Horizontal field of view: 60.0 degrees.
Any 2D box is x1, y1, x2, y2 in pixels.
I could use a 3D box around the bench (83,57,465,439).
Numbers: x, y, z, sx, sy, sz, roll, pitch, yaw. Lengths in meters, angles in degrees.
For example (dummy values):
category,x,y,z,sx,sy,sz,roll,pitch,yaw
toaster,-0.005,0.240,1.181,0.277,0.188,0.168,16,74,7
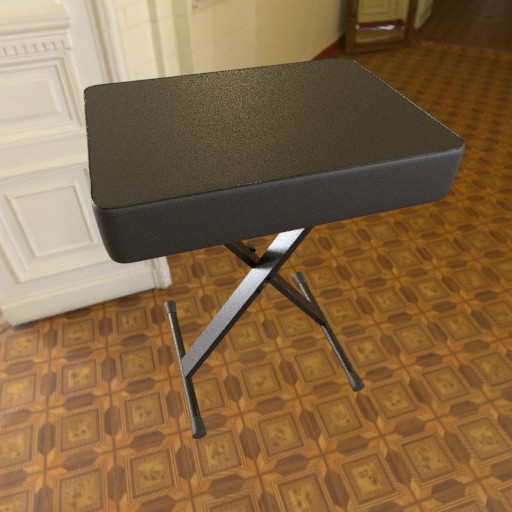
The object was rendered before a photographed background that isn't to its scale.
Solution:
category,x,y,z,sx,sy,sz,roll,pitch,yaw
bench,0.000,0.000,0.740,0.424,0.500,0.321,-12,44,-13
